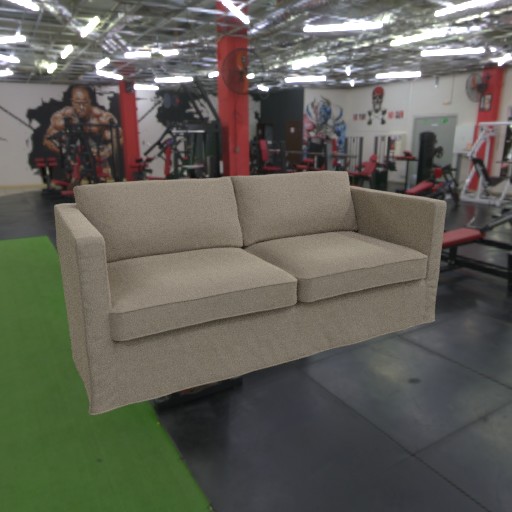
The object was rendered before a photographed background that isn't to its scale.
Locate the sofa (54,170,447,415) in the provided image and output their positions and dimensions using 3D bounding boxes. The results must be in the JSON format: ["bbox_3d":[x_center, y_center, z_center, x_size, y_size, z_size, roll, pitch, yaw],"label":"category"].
[{"bbox_3d":[0.000,0.000,2.480,1.987,0.847,0.956,-8,18,-27],"label":"sofa"}]
